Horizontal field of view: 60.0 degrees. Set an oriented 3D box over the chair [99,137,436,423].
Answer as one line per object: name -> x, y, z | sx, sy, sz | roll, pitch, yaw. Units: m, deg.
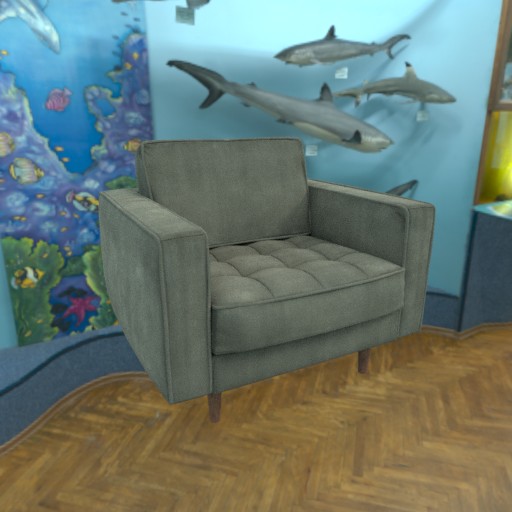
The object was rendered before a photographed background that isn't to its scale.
chair -> 0.000, 0.000, 1.530 | 0.928, 0.773, 0.843 | -9, 19, -27
